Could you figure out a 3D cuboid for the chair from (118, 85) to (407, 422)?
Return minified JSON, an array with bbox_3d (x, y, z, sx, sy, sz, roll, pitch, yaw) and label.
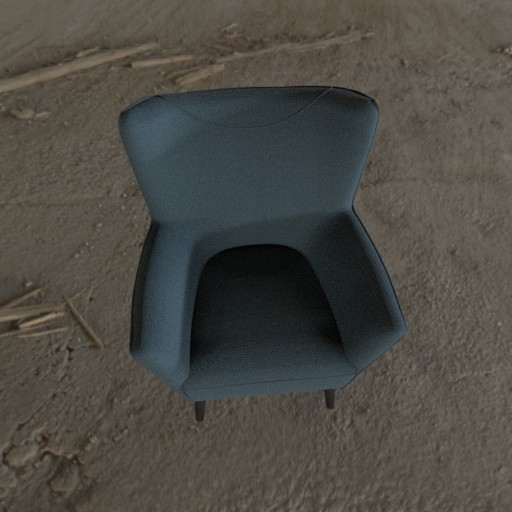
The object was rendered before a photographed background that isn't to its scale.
[{"bbox_3d":[0.000,0.000,1.545,0.781,0.933,0.888,-4,48,-4],"label":"chair"}]
